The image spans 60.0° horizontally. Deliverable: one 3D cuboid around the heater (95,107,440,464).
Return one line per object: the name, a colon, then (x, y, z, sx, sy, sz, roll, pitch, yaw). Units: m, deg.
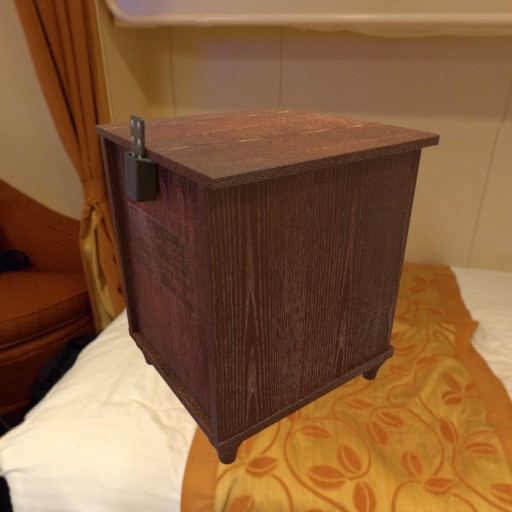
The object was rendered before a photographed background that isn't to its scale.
heater: (0.000, 0.000, 0.741, 0.400, 0.481, 0.362, -17, 31, -31)
